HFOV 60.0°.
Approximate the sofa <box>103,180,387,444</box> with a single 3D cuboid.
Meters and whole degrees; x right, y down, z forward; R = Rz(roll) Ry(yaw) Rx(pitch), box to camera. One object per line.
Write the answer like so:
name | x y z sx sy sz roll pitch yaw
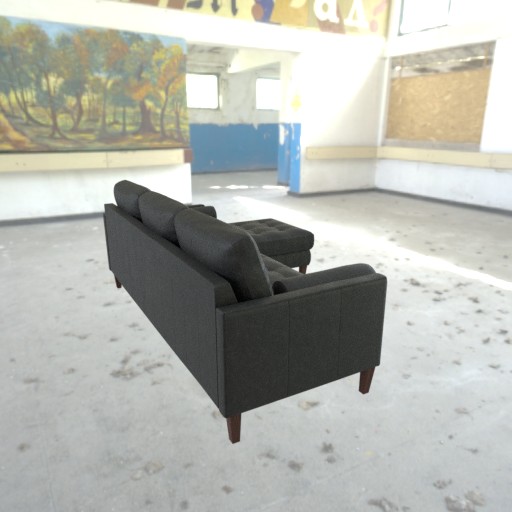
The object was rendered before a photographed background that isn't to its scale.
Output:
sofa | 0.000 0.000 2.908 1.497 0.876 2.178 -9 19 -28
